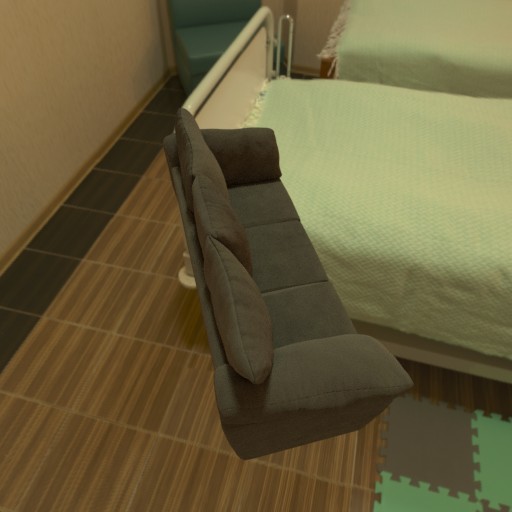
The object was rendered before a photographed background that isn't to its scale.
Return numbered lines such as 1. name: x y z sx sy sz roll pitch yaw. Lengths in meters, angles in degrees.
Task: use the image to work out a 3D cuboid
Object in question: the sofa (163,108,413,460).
1. sofa: 0.000 0.000 2.837 0.878 1.073 2.336 -11 48 -10
